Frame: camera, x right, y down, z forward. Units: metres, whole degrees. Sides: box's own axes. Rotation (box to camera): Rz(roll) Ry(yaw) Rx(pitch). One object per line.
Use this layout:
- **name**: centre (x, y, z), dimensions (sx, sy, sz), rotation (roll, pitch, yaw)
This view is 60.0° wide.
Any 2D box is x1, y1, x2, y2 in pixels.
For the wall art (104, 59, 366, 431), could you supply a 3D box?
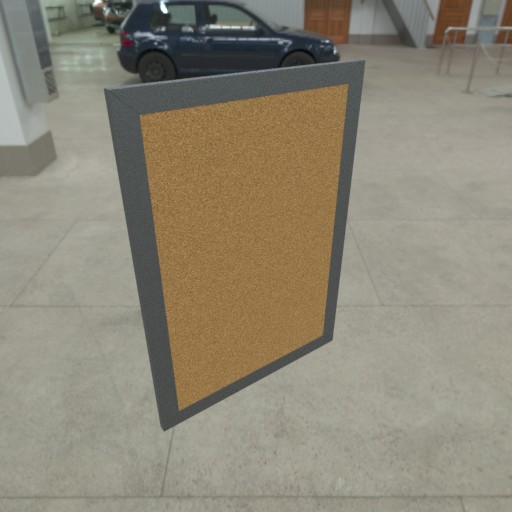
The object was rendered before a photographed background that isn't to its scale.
- **wall art**: centre (0.000, 0.000, 0.687), dimensions (0.380, 0.534, 0.013), rotation (-20, 37, -30)
